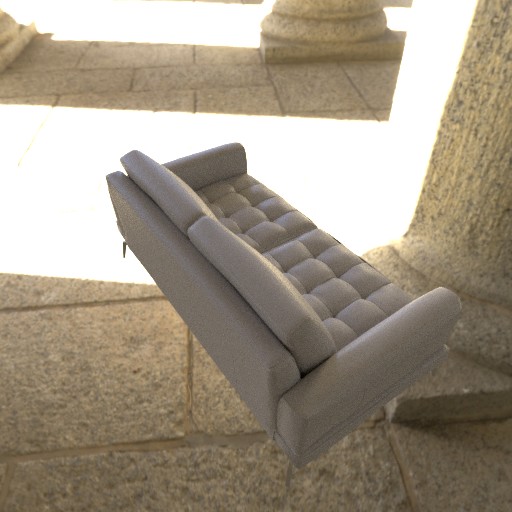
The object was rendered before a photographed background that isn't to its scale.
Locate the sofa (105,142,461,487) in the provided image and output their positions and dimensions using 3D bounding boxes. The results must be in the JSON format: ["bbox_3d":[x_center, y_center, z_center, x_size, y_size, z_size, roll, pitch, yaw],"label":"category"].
[{"bbox_3d":[0.000,0.000,2.711,1.121,0.930,2.177,-25,47,-25],"label":"sofa"}]
